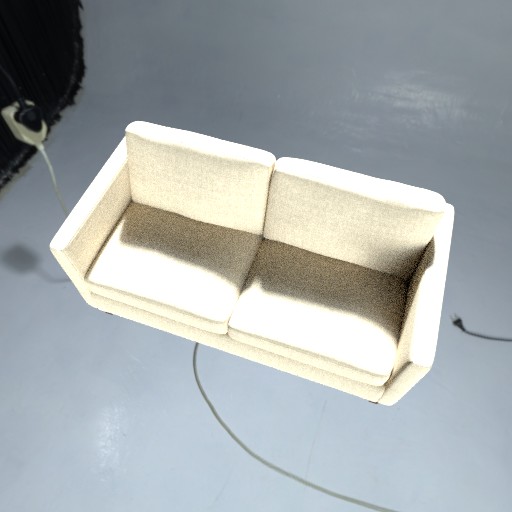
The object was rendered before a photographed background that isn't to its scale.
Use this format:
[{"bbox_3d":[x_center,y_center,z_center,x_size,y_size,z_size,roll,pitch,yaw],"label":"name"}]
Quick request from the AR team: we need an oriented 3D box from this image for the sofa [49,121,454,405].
[{"bbox_3d":[0.000,0.000,2.453,1.884,0.963,0.950,16,59,10],"label":"sofa"}]
